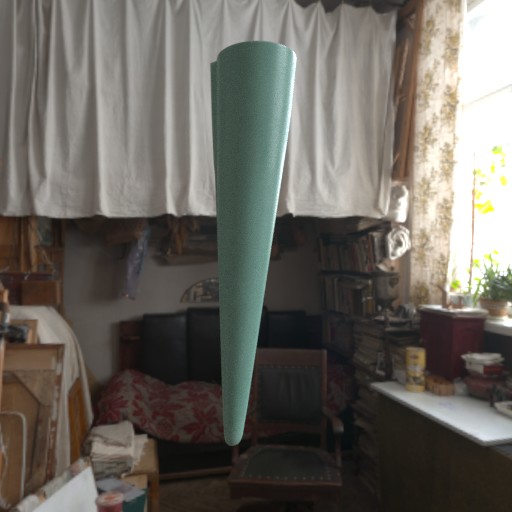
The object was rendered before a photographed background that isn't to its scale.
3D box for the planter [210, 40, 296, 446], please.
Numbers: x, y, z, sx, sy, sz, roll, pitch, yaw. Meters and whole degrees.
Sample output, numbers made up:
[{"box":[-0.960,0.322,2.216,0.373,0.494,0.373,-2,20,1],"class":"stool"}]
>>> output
[{"box":[0.000,0.000,0.302,0.055,0.268,0.054,0,0,36],"class":"planter"}]
